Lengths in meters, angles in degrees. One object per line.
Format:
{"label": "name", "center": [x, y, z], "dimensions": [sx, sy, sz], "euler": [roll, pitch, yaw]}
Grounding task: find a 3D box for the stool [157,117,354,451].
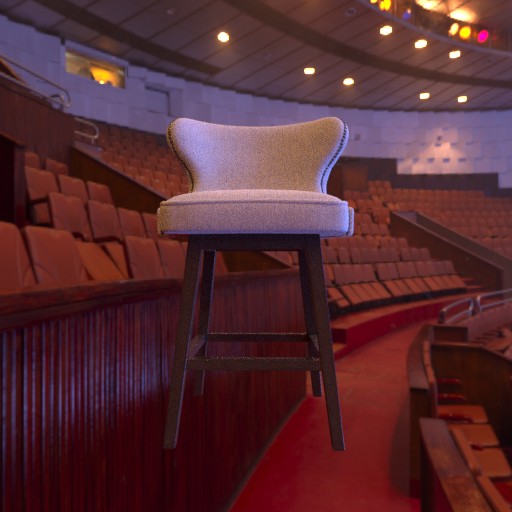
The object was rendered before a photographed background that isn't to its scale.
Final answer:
{"label": "stool", "center": [0.000, 0.000, 1.372], "dimensions": [0.615, 0.972, 0.597], "euler": [0, 0, 1]}
